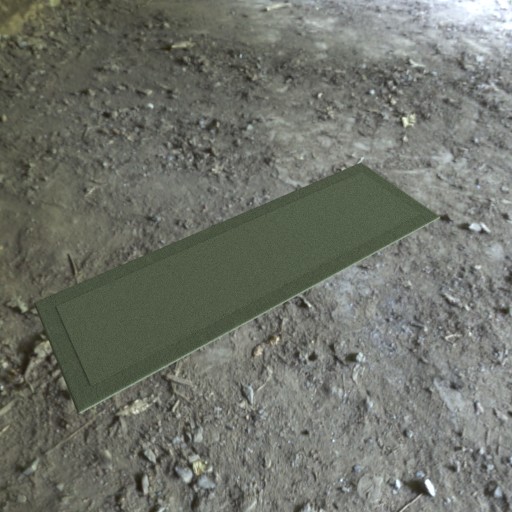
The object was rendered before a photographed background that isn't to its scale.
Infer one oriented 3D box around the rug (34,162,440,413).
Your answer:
[{"bbox_3d":[0.000,0.000,2.681,2.430,0.012,0.759,-26,51,-23],"label":"rug"}]
